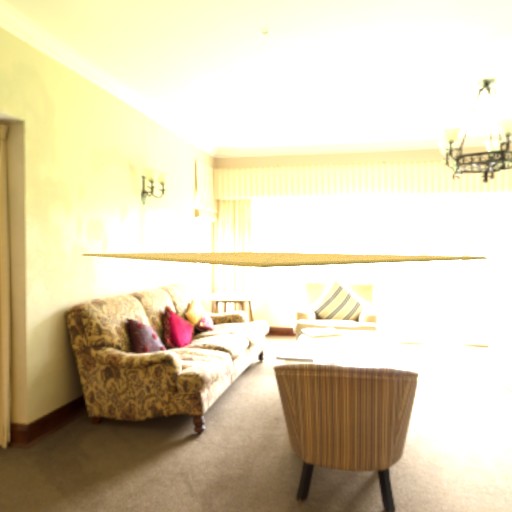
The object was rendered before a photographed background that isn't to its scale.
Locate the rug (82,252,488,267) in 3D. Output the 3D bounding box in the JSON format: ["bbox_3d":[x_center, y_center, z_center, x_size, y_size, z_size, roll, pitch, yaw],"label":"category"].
[{"bbox_3d":[0.000,0.000,2.878,1.589,0.014,2.205,-1,2,-36],"label":"rug"}]
